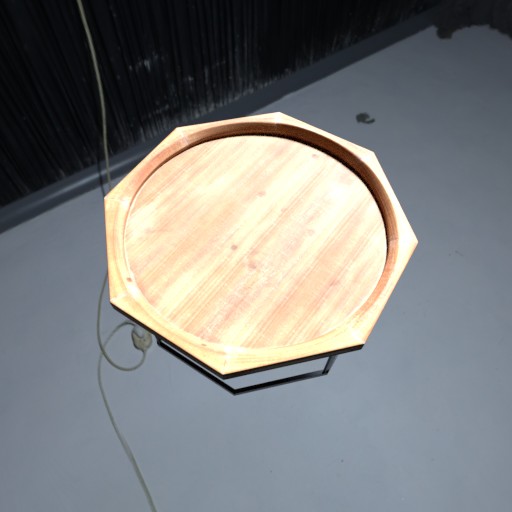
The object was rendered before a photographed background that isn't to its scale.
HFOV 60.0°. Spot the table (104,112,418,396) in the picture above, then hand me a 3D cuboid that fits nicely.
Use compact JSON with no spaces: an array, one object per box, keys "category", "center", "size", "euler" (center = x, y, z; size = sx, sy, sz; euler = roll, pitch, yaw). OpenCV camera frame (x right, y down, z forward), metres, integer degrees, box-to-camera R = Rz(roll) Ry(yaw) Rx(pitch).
[{"category":"table","center":[0.000,0.000,1.579],"size":[1.002,0.444,1.002],"euler":[0,58,0]}]
